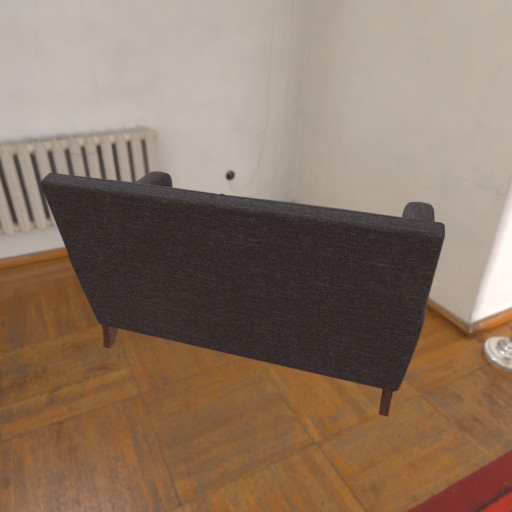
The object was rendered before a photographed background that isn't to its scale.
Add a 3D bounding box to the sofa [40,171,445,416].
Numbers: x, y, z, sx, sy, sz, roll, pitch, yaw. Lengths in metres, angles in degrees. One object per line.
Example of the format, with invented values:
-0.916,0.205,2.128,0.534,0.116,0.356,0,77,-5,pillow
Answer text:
0.000,0.000,2.045,1.509,0.905,0.867,9,32,15,sofa
